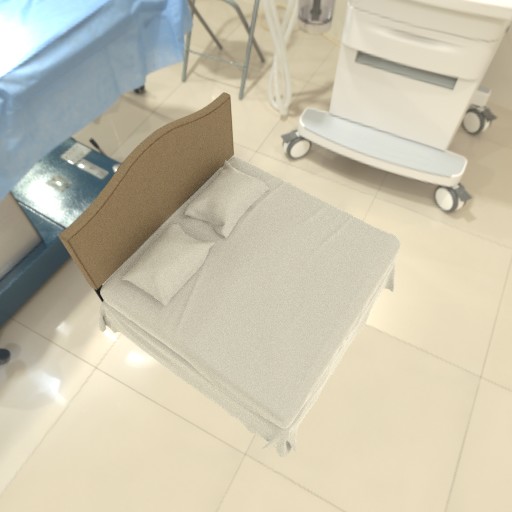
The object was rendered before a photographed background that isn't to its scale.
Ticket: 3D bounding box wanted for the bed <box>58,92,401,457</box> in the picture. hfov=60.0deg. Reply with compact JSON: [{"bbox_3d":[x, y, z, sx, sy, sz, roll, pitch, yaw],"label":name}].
[{"bbox_3d":[0.000,0.000,3.835,2.222,1.651,2.311,31,62,18],"label":"bed"}]
